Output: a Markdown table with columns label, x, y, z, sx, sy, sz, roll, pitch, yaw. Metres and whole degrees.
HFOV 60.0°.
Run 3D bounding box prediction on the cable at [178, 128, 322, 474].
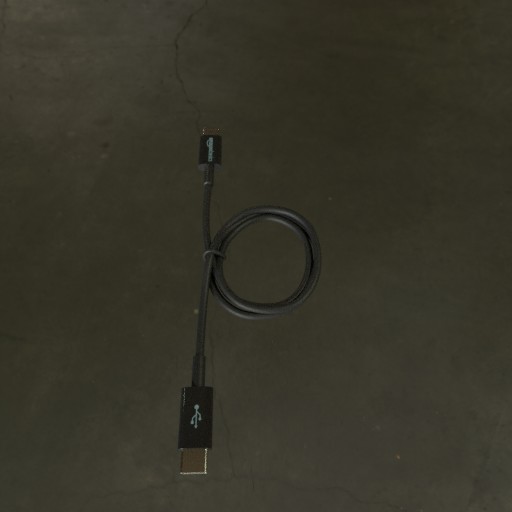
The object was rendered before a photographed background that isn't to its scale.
| label | x | y | z | sx | sy | sz | roll | pitch | yaw |
| --- | --- | --- | --- | --- | --- | --- | --- | --- | --- |
| cable | 0.000 | 0.000 | 0.232 | 0.070 | 0.014 | 0.203 | -1 | 57 | -1 |
